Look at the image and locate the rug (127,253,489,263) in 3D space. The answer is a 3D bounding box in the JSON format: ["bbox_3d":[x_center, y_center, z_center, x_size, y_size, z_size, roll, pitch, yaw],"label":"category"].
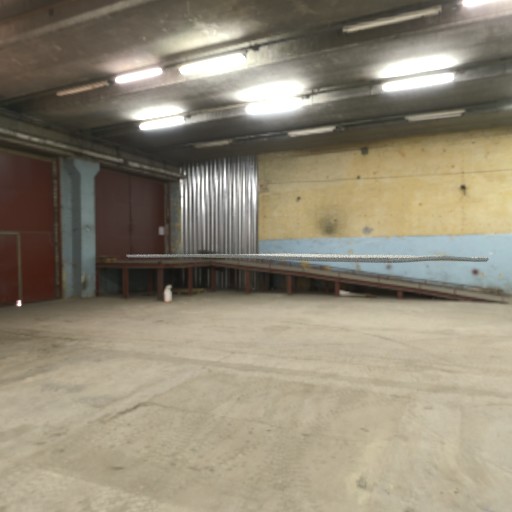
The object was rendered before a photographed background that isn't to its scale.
[{"bbox_3d":[0.000,0.000,2.559,0.675,0.037,2.341,0,1,-36],"label":"rug"}]
